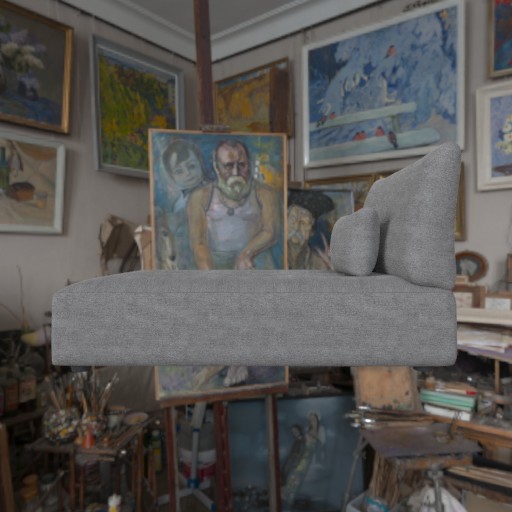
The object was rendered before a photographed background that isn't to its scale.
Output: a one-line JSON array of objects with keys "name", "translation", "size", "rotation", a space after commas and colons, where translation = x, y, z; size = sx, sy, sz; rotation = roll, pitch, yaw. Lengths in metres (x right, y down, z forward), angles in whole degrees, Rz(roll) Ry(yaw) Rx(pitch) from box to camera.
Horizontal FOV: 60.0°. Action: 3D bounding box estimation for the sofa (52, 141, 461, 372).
[{"name": "sofa", "translation": [0.000, 0.000, 1.983], "size": [1.450, 0.820, 0.930], "rotation": [0, 1, 0]}]
